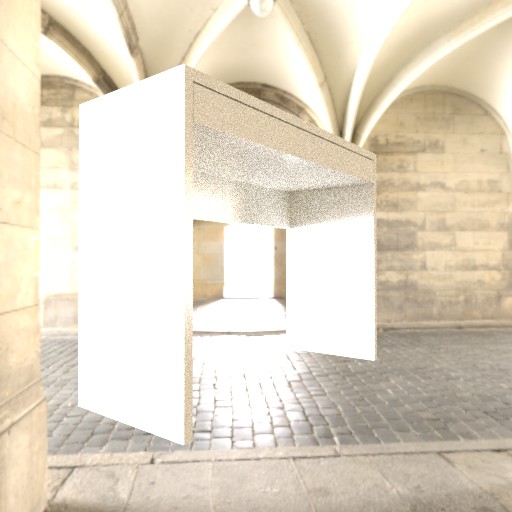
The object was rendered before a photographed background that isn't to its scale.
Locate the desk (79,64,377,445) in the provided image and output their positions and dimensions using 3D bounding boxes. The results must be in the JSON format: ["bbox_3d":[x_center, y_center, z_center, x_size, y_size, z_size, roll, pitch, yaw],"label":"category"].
[{"bbox_3d":[0.000,0.000,1.436,0.400,0.790,1.000,0,-1,38],"label":"desk"}]
